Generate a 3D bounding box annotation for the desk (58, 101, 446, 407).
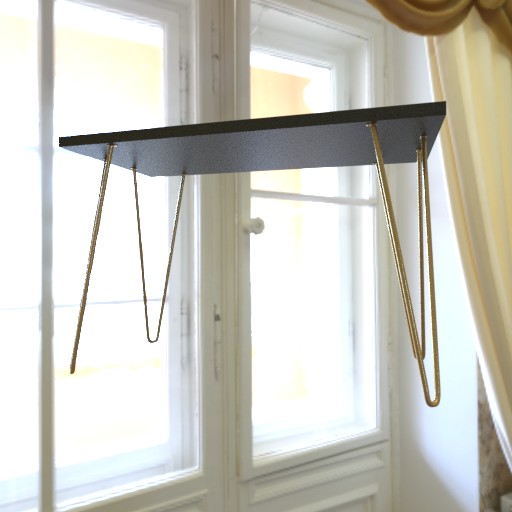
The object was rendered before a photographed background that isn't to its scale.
[{"bbox_3d":[0.000,0.000,1.321,0.991,0.660,0.499,0,0,17],"label":"desk"}]
